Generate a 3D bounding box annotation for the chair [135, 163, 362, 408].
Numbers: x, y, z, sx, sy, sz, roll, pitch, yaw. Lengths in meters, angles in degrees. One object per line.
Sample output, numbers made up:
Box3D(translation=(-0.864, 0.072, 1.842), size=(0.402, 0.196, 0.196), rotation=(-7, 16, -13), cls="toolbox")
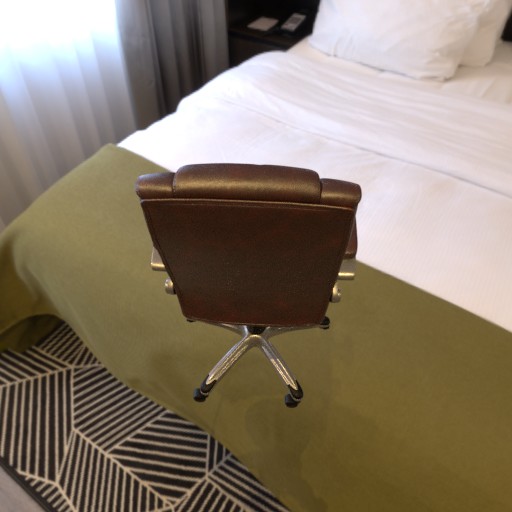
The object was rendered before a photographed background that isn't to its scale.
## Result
Box3D(translation=(0.000, 0.000, 1.565), size=(0.656, 1.128, 0.692), rotation=(3, 46, 3), cls="chair")
